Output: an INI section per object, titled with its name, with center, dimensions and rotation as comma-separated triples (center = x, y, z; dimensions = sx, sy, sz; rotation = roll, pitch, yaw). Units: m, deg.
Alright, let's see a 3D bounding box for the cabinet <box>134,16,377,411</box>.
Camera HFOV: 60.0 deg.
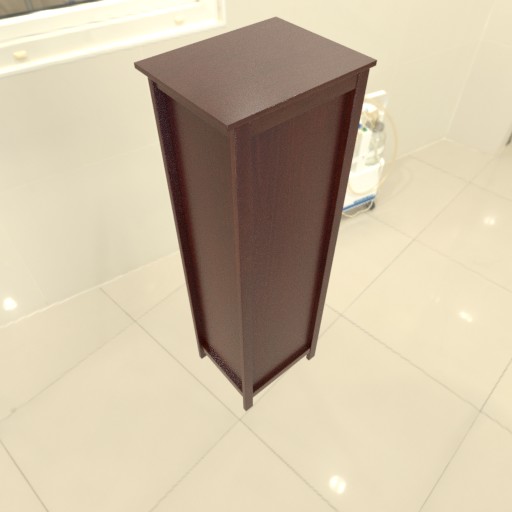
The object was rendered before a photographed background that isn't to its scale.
[cabinet]
center = 0.000, 0.000, 1.724
dimensions = 0.500, 1.518, 0.401
rotation = -32, 55, -26
